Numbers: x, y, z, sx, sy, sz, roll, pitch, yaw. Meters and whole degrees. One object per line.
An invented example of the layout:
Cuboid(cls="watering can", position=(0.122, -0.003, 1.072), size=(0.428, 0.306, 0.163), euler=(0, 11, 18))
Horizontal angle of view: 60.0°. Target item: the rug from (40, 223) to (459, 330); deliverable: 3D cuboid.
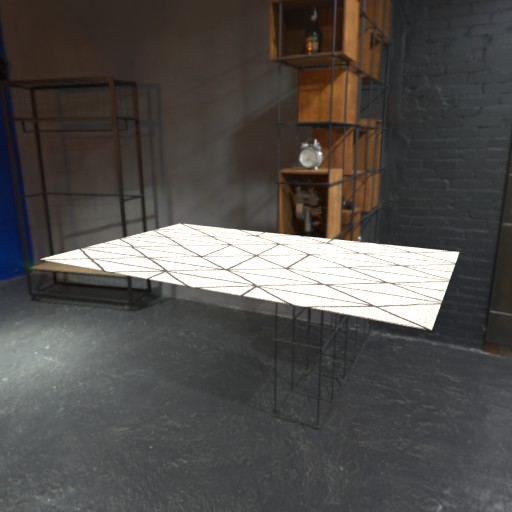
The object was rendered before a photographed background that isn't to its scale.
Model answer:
Cuboid(cls="rug", position=(0.000, 0.000, 3.060), size=(2.465, 0.008, 1.526), euler=(7, 16, 27))
